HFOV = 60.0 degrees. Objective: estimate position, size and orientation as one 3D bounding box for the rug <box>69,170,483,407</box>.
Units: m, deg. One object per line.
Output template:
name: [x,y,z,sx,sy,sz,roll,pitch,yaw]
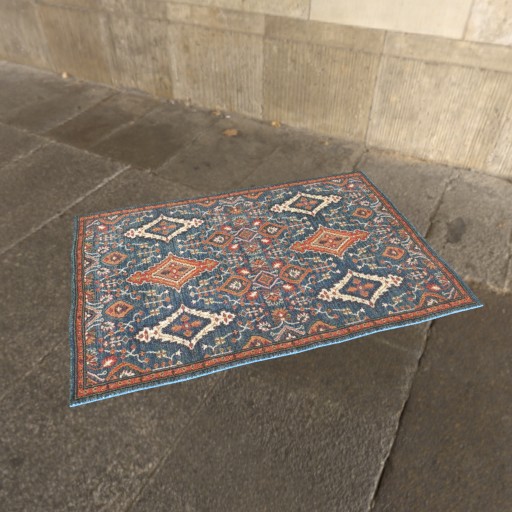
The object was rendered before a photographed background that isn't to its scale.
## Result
rug: [0.000,0.000,2.962,2.373,0.009,1.622,-11,43,-12]
